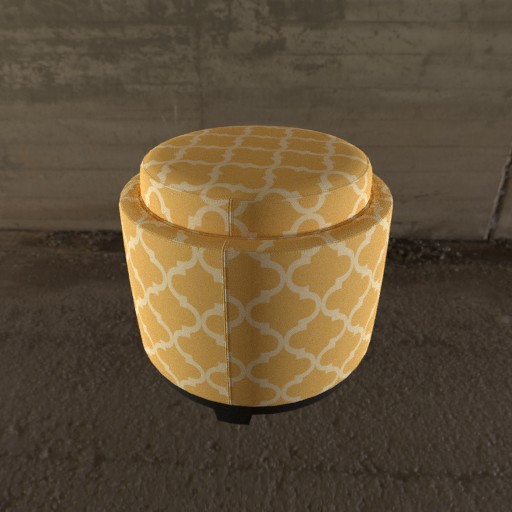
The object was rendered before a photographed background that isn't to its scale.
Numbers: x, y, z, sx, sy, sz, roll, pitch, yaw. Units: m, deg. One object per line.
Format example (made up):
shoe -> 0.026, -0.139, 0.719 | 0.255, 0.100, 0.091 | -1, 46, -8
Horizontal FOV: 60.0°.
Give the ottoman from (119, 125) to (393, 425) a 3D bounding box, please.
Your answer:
ottoman -> 0.000, 0.000, 0.862 | 0.480, 0.429, 0.480 | 0, 30, 0
